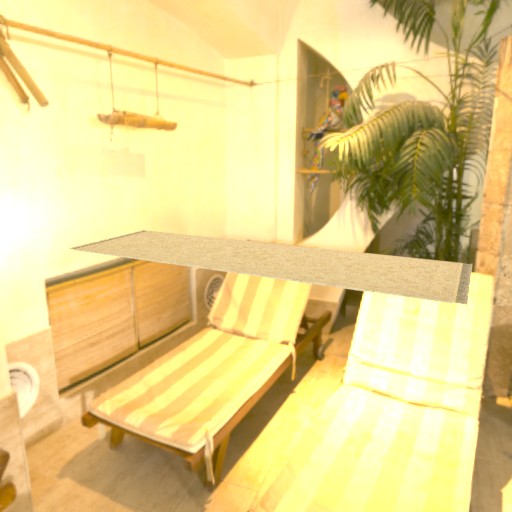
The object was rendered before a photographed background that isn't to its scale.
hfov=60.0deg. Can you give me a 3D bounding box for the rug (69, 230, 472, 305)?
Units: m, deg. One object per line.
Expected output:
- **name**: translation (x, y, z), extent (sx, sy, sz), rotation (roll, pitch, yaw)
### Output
- **rug**: translation (0.000, 0.000, 2.905), extent (2.544, 0.015, 0.795), rotation (7, 15, 26)
